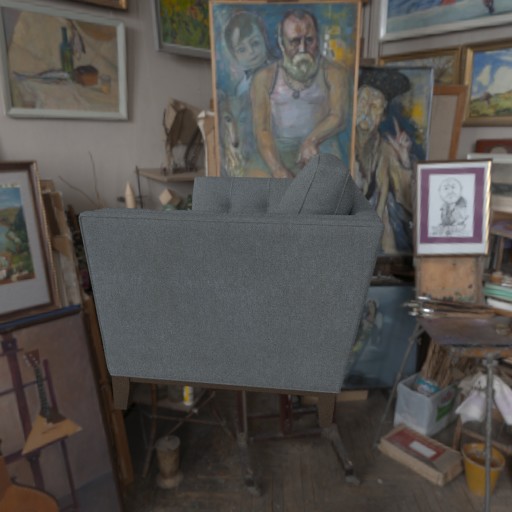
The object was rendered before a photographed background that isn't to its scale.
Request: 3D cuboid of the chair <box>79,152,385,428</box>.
[{"bbox_3d":[0.000,0.000,2.095,0.965,0.942,1.396,2,15,8],"label":"chair"}]
